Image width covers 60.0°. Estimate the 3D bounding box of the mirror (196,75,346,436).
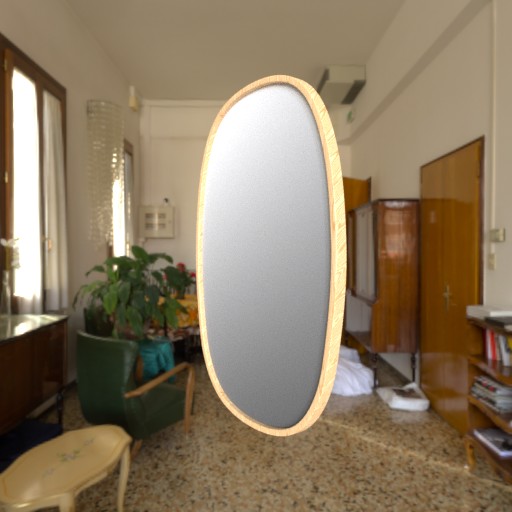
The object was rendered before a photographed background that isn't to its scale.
[{"bbox_3d":[0.000,0.000,1.395,0.037,1.075,0.724,-1,1,-36],"label":"mirror"}]
